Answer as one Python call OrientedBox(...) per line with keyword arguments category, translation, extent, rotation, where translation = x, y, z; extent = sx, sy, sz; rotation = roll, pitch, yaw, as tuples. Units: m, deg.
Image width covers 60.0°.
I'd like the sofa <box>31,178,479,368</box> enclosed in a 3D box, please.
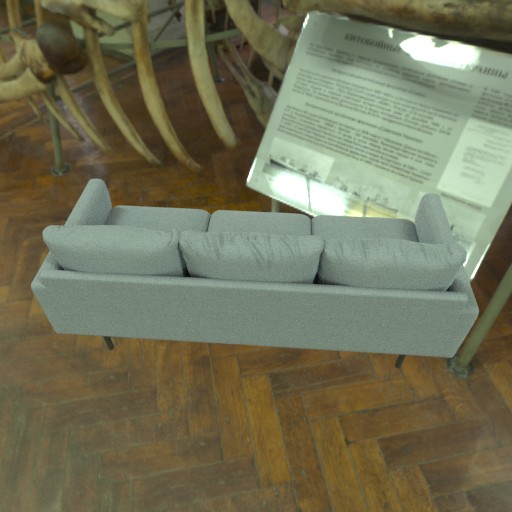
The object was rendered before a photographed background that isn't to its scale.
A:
OrientedBox(category="sofa", translation=(0.000, 0.000, 2.353), extent=(2.000, 0.830, 0.850), rotation=(3, 46, 3))
